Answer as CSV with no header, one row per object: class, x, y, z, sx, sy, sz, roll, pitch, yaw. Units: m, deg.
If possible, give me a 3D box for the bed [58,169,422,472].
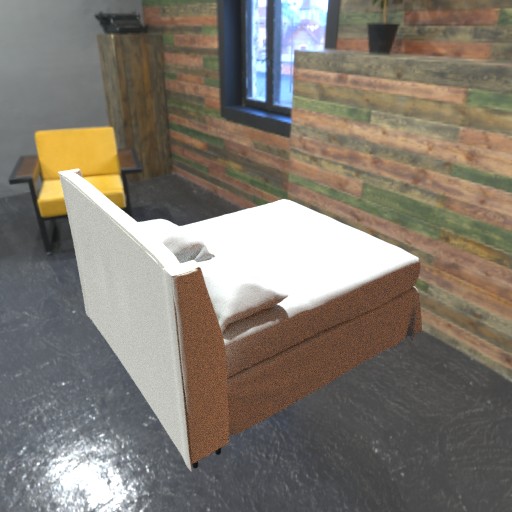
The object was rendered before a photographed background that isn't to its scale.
bed,0.000,0.000,3.467,2.276,1.332,1.925,-18,33,-31
